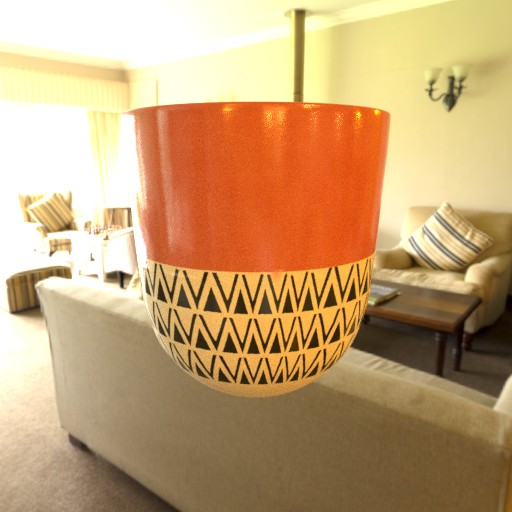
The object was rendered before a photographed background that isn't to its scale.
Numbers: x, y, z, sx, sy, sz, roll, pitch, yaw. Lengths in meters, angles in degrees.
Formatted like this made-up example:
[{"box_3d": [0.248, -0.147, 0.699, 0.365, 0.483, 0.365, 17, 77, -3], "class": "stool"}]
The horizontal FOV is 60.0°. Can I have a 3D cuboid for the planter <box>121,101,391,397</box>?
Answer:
[{"box_3d": [0.000, 0.000, 0.357, 0.195, 0.214, 0.195, 0, 13, 0], "class": "planter"}]
